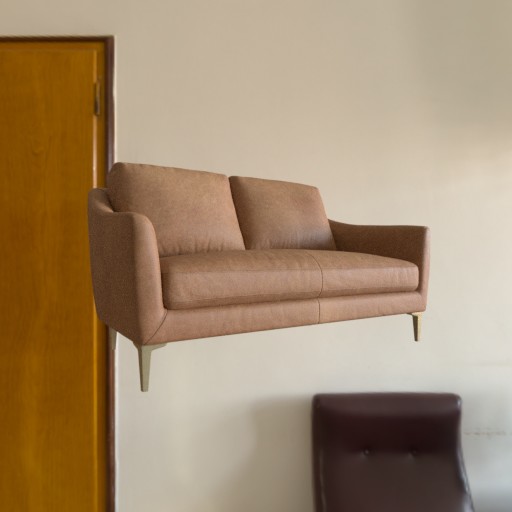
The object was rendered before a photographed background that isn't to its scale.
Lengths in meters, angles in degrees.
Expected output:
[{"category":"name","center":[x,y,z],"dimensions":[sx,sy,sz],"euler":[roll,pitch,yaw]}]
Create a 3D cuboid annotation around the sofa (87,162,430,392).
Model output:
[{"category":"sofa","center":[0.000,0.000,2.260],"dimensions":[1.619,0.902,0.960],"euler":[0,0,-35]}]
